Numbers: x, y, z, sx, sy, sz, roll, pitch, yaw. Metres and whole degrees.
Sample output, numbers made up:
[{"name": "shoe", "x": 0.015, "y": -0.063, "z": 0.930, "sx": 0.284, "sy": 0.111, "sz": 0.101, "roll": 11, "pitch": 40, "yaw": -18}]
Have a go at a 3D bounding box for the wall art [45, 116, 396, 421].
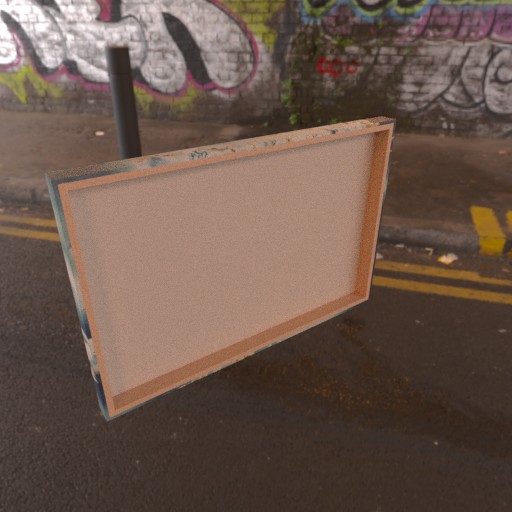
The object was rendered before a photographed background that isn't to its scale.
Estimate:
[{"name": "wall art", "x": 0.000, "y": 0.000, "z": 0.781, "sx": 0.607, "sy": 0.405, "sz": 0.036, "roll": -18, "pitch": 34, "yaw": -30}]
